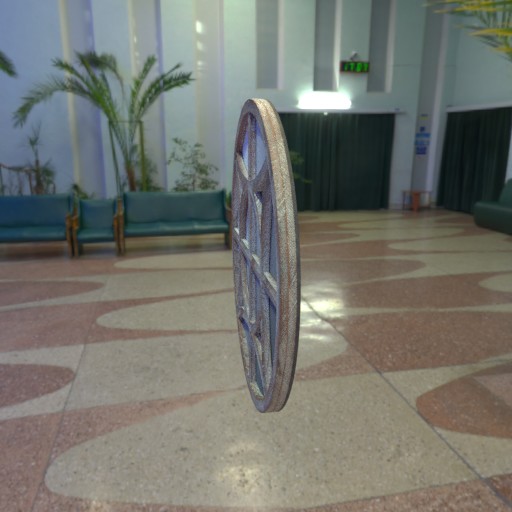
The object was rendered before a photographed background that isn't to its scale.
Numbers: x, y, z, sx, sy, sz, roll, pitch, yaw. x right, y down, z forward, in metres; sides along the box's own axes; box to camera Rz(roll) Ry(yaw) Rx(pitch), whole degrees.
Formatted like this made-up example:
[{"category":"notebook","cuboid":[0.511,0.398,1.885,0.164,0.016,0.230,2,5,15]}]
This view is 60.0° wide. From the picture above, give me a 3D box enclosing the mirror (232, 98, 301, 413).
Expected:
[{"category":"mirror","cuboid":[0.000,0.000,1.064,0.038,0.710,0.710,-2,14,-9]}]
